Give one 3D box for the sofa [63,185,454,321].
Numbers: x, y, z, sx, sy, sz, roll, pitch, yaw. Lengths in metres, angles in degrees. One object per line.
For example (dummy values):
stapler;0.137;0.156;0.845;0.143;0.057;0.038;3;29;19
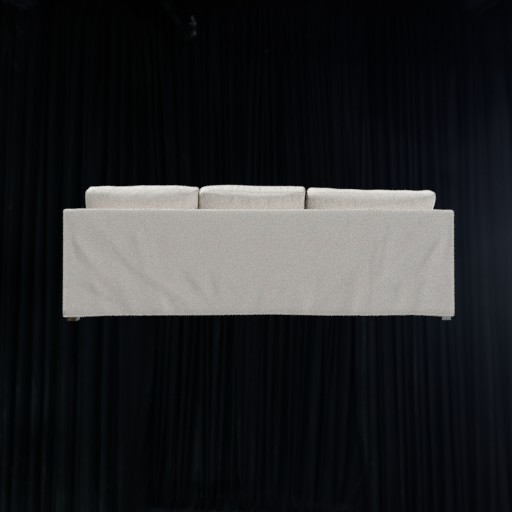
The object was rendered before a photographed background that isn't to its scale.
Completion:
sofa;0.000;0.000;4.294;2.432;0.871;3.182;0;-1;-1
